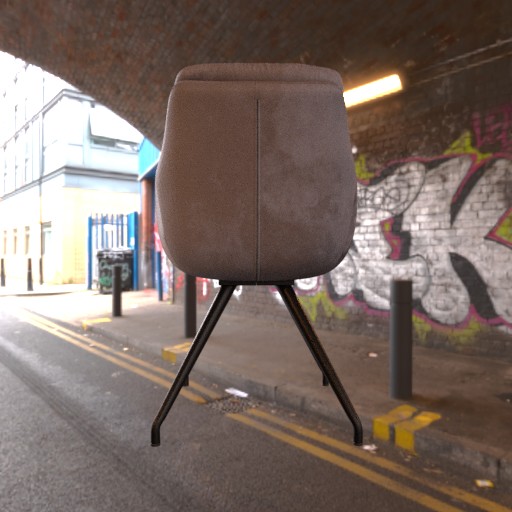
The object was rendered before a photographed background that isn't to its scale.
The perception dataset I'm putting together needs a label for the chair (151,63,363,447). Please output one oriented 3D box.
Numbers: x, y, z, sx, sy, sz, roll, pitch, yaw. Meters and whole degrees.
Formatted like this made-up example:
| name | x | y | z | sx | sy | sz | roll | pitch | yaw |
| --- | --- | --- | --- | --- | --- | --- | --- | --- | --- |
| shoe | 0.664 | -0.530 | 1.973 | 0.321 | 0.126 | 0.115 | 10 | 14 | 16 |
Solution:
| name | x | y | z | sx | sy | sz | roll | pitch | yaw |
| --- | --- | --- | --- | --- | --- | --- | --- | --- | --- |
| chair | 0.000 | 0.000 | 1.256 | 0.579 | 0.888 | 0.569 | 0 | 0 | 0 |
